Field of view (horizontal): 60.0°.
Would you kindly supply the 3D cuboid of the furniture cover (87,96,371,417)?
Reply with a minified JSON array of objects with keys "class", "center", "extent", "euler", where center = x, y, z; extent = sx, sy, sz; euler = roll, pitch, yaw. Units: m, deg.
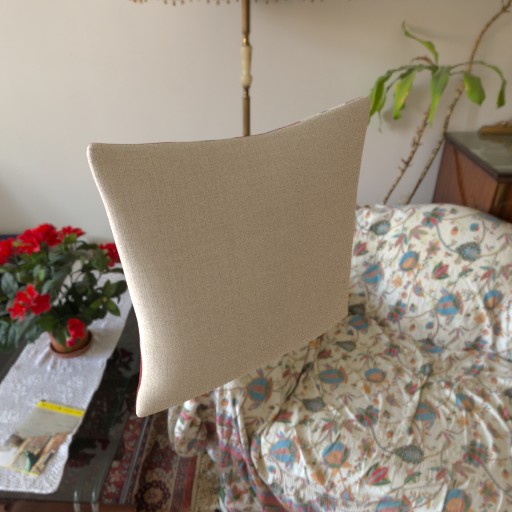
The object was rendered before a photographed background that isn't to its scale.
[{"class":"furniture cover","center":[0.000,0.000,0.669],"extent":[0.435,0.420,0.145],"euler":[-19,35,-30]}]
